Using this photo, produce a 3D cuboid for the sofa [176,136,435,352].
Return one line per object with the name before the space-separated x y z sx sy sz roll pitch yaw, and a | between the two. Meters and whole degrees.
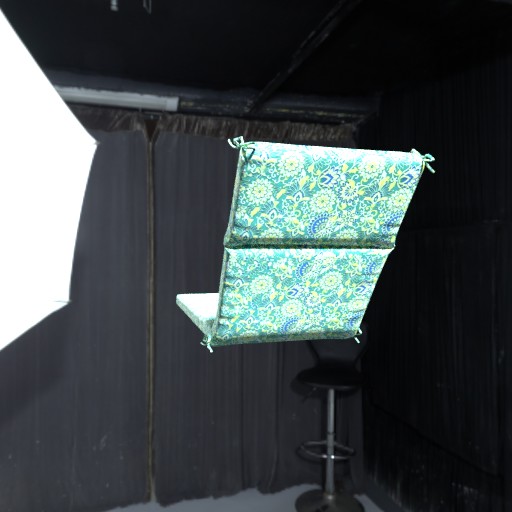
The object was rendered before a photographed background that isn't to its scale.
sofa | 0.000 0.000 1.922 0.582 0.622 1.663 0 1 -16
